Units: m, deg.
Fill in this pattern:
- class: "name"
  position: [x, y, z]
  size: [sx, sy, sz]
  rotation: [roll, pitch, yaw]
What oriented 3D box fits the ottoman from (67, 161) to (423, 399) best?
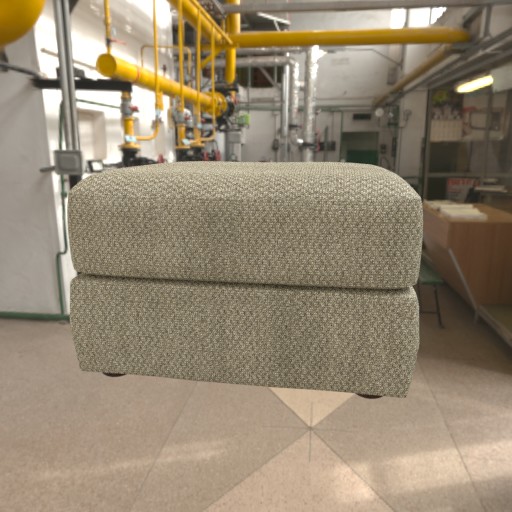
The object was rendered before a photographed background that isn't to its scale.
- class: "ottoman"
  position: [0.000, 0.000, 1.162]
  size: [0.751, 0.476, 0.603]
  rotation: [2, 14, 9]
